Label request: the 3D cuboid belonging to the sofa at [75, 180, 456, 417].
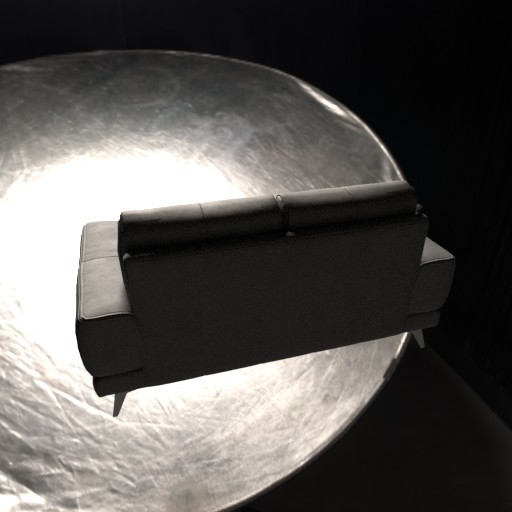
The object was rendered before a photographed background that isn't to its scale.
[{"bbox_3d":[0.000,0.000,2.384,1.806,0.907,1.018,-8,29,-15],"label":"sofa"}]
